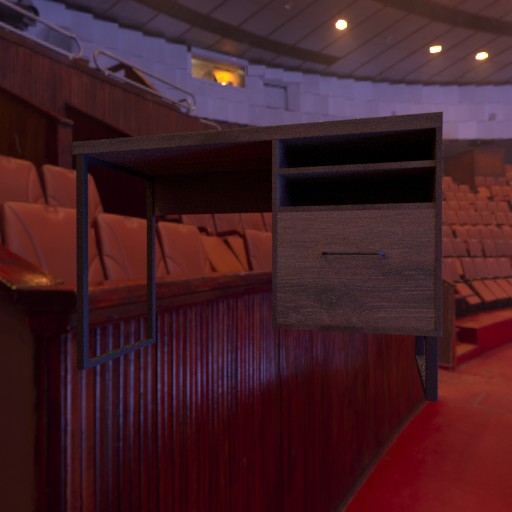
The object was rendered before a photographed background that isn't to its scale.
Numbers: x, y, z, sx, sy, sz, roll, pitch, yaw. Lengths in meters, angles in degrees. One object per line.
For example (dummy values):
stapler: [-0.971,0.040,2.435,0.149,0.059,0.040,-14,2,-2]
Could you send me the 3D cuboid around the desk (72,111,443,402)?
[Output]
desk: [0.000,0.000,1.517,1.134,0.752,0.511,0,1,17]
